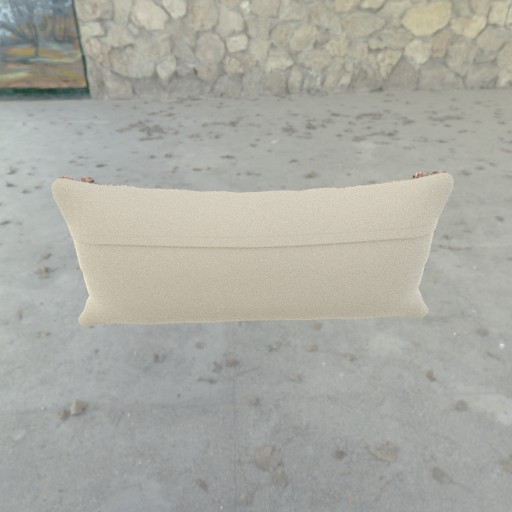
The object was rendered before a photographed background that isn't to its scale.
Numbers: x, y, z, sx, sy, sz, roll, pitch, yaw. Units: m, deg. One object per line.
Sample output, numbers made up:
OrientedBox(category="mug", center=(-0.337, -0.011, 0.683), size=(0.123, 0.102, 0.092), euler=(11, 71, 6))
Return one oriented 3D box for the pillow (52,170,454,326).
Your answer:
OrientedBox(category="pillow", center=(0.000, 0.000, 0.737), size=(0.635, 0.282, 0.139), euler=(-1, 30, -2))
